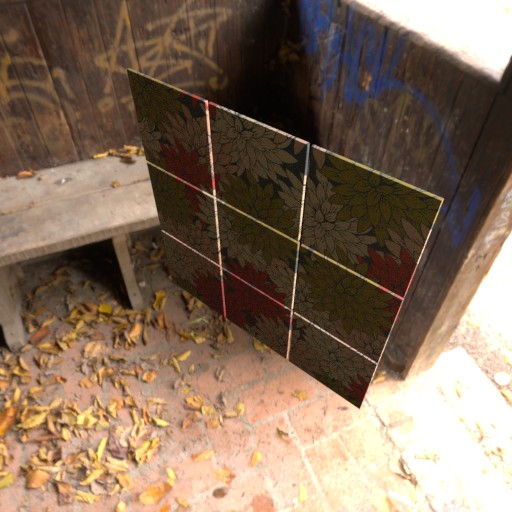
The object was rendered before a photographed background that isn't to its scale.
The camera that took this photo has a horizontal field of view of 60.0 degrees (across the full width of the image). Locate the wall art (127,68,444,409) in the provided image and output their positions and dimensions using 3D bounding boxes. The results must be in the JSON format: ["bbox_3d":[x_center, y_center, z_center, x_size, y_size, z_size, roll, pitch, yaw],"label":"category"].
[{"bbox_3d":[0.000,0.000,1.819,1.206,1.218,0.013,30,54,25],"label":"wall art"}]
